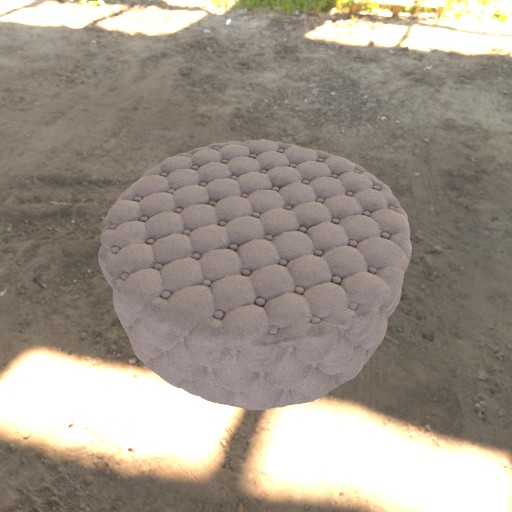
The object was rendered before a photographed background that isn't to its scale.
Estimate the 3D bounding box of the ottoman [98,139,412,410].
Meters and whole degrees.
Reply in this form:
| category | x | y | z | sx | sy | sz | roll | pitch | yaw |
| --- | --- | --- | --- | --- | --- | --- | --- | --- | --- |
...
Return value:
| category | x | y | z | sx | sy | sz | roll | pitch | yaw |
| --- | --- | --- | --- | --- | --- | --- | --- | --- | --- |
| ottoman | 0.000 | 0.000 | 1.545 | 0.998 | 0.399 | 0.998 | 0 | 45 | 0 |
